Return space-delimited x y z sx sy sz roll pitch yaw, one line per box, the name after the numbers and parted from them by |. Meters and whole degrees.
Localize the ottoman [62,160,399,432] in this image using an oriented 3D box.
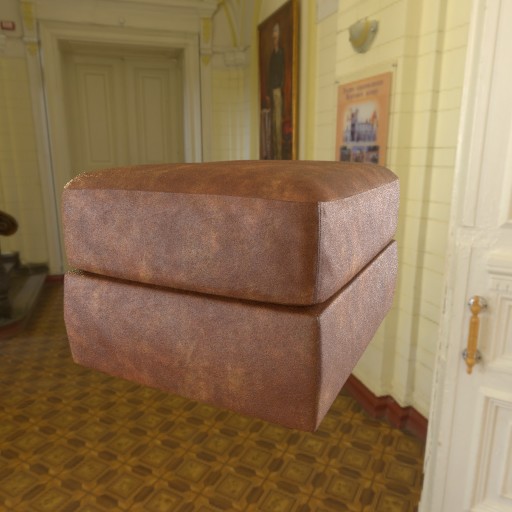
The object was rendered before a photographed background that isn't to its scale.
0.000 0.000 1.143 0.603 0.476 0.751 7 15 26 | ottoman
